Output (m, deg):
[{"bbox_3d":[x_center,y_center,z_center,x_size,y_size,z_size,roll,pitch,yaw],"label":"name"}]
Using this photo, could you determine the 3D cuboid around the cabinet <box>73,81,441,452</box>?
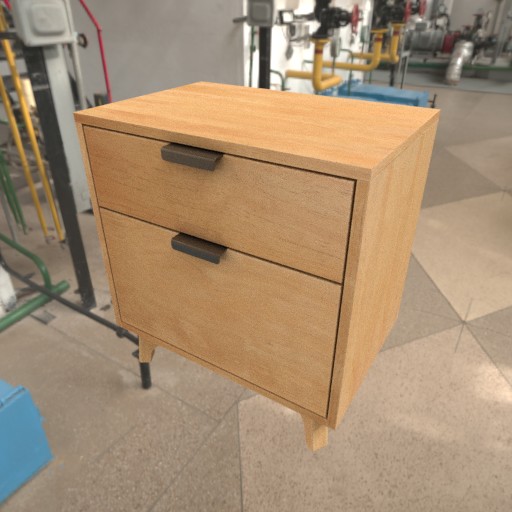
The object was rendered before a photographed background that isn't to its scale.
[{"bbox_3d":[0.000,0.000,0.947,0.551,0.599,0.394,18,35,27],"label":"cabinet"}]
